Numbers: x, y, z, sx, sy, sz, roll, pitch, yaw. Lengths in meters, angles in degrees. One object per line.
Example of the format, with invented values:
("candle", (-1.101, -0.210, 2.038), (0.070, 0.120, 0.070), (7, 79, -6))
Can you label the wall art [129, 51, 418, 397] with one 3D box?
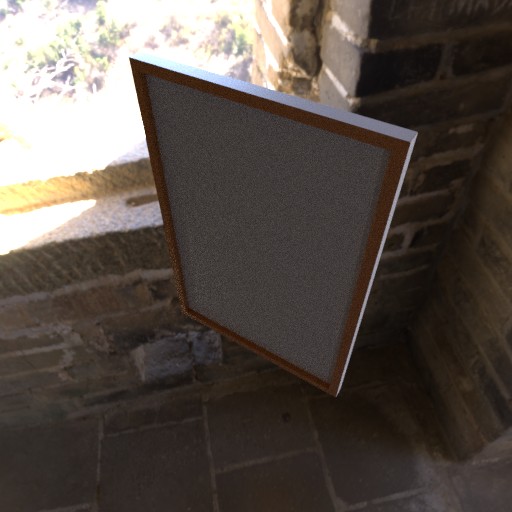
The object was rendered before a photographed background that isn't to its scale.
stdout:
("wall art", (0.000, 0.000, 0.775), (0.405, 0.608, 0.025), (25, 52, 21))
